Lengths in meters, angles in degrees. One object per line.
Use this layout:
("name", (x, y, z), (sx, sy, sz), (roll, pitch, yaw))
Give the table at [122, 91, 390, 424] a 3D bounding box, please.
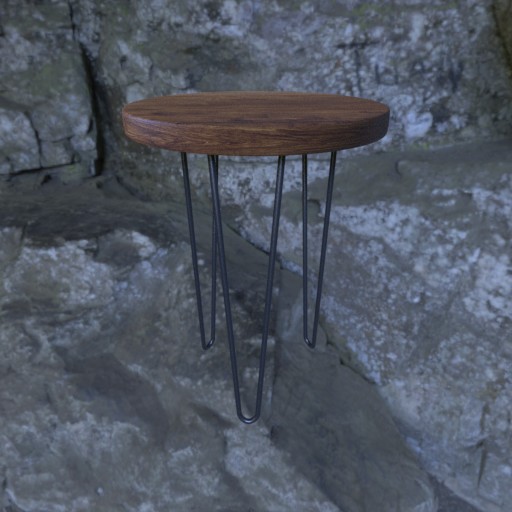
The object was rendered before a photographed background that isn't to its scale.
("table", (0.000, 0.000, 0.795), (0.400, 0.520, 0.400), (0, 26, 0))
